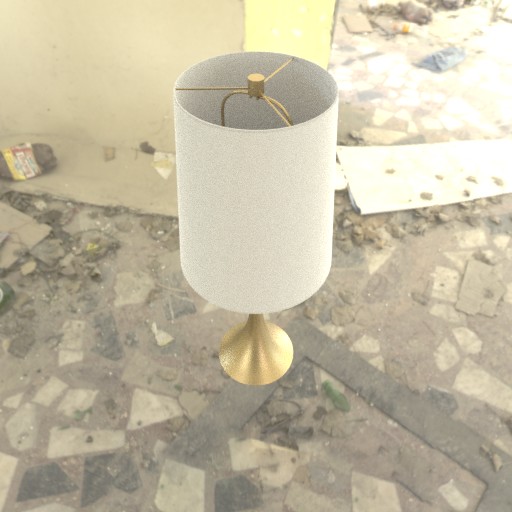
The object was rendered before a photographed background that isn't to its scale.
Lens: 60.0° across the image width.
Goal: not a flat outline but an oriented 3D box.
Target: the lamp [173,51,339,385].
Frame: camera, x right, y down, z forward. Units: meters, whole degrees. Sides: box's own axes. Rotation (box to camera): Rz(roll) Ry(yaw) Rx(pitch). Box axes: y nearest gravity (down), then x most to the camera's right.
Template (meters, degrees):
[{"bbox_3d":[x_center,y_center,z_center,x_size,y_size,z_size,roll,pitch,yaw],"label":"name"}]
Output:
[{"bbox_3d":[0.000,0.000,0.687,0.231,0.569,0.231,0,47,0],"label":"lamp"}]
